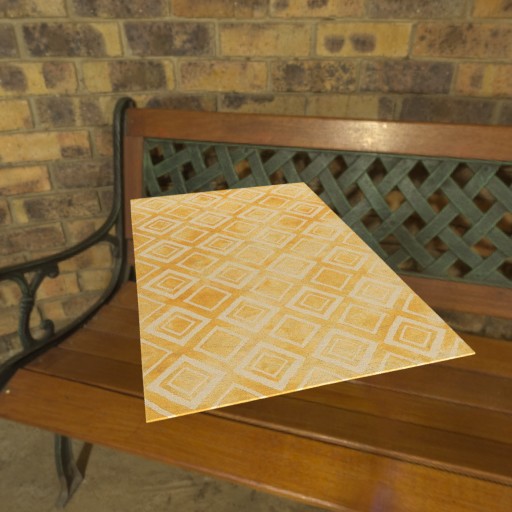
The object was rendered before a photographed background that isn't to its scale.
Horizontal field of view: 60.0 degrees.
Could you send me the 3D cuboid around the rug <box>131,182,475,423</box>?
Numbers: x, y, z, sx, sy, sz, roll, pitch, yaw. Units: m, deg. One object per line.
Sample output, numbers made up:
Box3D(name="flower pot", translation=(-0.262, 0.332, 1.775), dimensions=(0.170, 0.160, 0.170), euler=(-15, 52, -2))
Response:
Box3D(name="rug", translation=(0.000, 0.000, 2.289), dimensions=(1.213, 0.010, 1.829), euler=(-8, 31, -13))
